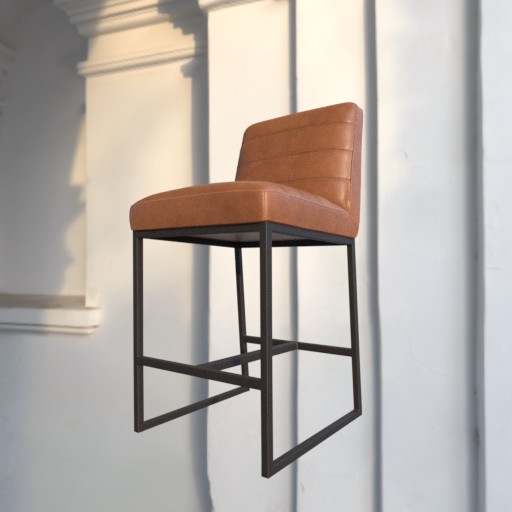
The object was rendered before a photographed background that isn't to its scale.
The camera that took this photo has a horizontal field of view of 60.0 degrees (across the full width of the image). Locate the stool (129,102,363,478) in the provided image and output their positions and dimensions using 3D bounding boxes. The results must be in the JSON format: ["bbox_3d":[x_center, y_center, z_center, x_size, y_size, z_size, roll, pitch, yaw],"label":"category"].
[{"bbox_3d":[0.000,0.000,1.263,0.458,0.940,0.556,-1,-1,36],"label":"stool"}]
